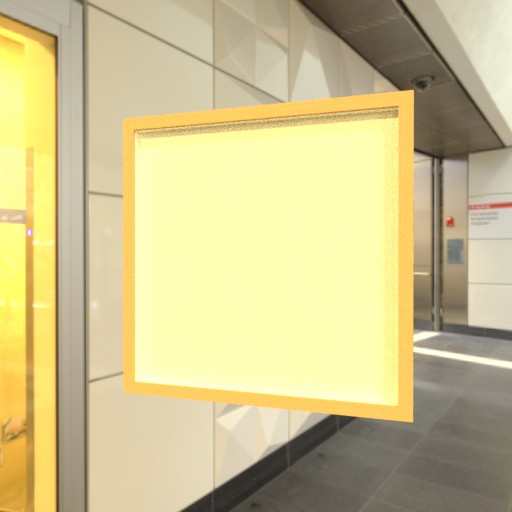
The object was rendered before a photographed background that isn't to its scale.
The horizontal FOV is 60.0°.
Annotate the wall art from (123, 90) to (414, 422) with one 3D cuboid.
[{"bbox_3d":[0.000,0.000,1.363,0.914,0.914,0.038,0,0,17],"label":"wall art"}]
